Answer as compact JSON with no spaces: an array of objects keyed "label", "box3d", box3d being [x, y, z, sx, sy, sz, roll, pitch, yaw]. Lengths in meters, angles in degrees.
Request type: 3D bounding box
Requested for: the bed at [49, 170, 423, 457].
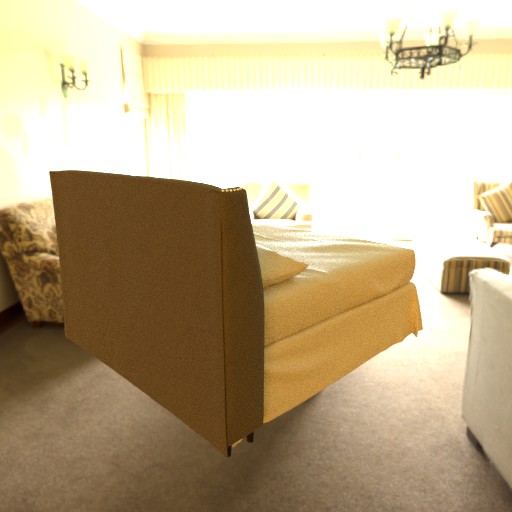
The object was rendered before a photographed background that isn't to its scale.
[{"label":"bed","box3d":[0.000,0.000,3.387,2.276,1.332,1.925,-13,19,-43]}]
